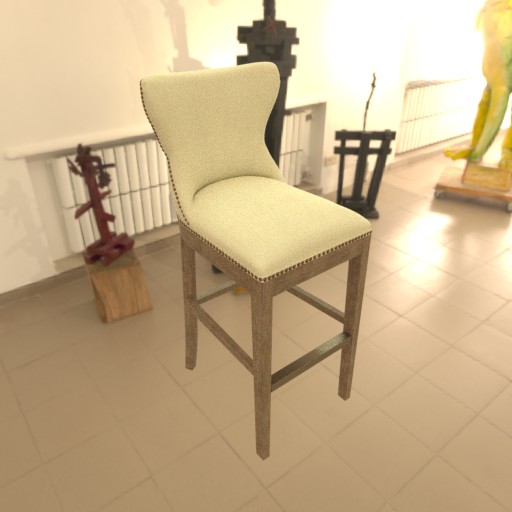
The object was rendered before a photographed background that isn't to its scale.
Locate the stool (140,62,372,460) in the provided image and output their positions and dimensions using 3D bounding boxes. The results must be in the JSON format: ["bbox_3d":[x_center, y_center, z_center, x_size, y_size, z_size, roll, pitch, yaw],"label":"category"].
[{"bbox_3d":[0.000,0.000,1.477,0.494,1.123,0.606,-22,37,-32],"label":"stool"}]
